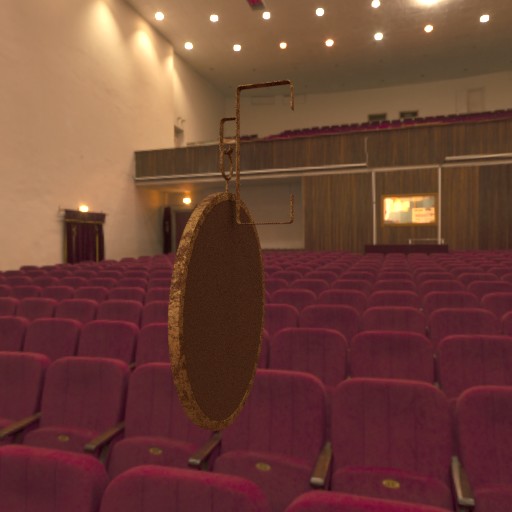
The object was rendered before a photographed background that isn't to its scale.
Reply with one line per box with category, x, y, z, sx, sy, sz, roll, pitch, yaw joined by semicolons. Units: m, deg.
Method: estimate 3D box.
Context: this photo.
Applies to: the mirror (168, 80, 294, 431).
mirror;0.000;0.000;0.848;0.144;0.651;0.447;0;0;18
